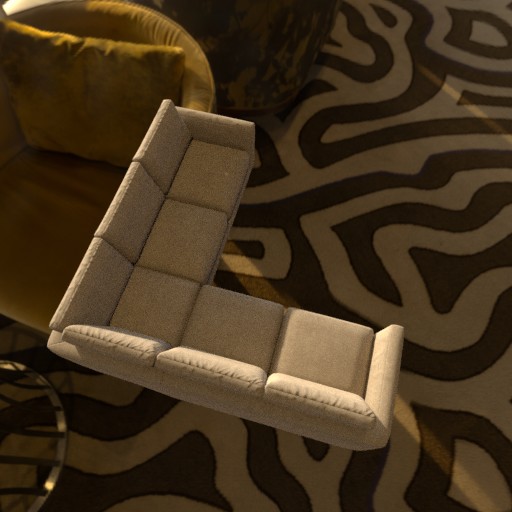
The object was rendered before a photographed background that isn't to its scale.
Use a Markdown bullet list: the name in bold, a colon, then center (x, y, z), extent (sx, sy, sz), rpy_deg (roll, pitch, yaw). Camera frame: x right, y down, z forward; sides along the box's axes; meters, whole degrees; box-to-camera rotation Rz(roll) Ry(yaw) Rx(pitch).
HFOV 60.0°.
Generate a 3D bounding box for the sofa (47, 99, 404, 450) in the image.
- **sofa**: center (0.000, 0.000, 3.663), extent (2.438, 0.864, 2.438), rpy_deg (14, 64, 7)
